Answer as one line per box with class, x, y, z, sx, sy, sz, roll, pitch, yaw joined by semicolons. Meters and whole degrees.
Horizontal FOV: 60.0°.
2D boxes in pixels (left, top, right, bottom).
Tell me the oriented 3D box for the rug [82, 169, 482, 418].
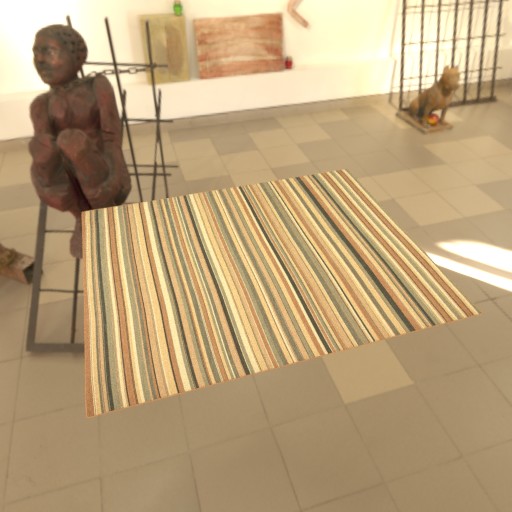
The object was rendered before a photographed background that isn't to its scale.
rug;0.000;0.000;4.076;3.045;0.011;2.436;-11;42;-13
